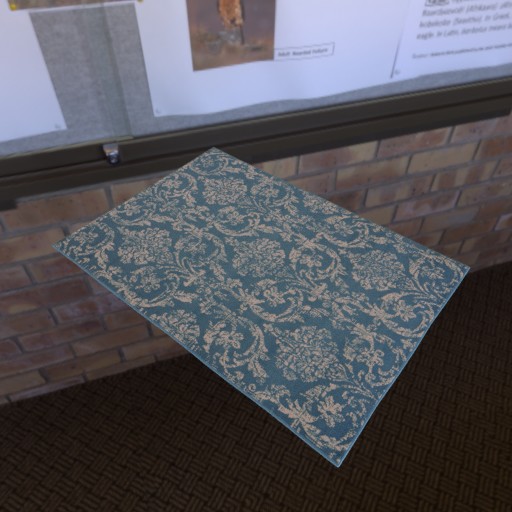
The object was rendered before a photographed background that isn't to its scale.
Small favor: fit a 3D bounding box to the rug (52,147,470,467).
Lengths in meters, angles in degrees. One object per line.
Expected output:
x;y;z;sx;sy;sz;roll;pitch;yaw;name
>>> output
0.000;0.000;2.850;2.205;0.012;1.554;30;53;26;rug
